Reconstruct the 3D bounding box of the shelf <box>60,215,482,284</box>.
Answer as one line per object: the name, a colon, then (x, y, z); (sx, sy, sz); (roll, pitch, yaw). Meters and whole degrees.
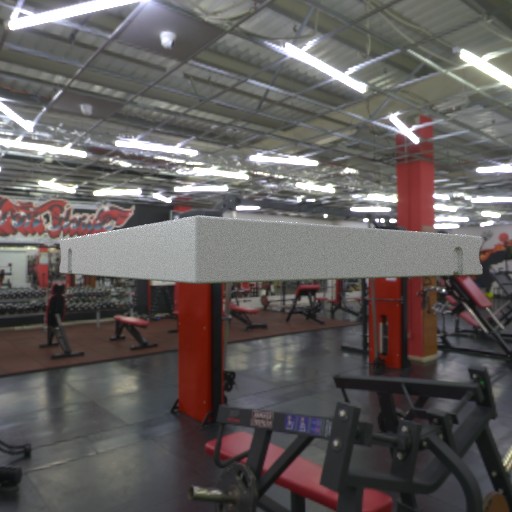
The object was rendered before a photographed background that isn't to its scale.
shelf: (0.000, 0.000, 0.432); (0.296, 0.035, 0.296); (1, -1, -37)
